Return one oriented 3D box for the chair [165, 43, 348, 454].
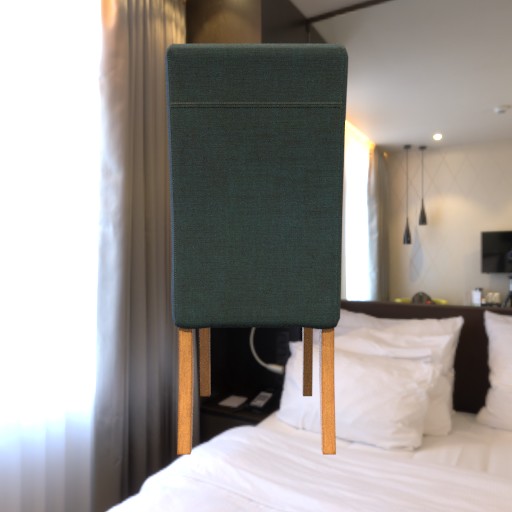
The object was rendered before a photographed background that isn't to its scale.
[{"bbox_3d":[0.000,0.000,1.351,0.450,1.029,0.610,0,0,0],"label":"chair"}]
